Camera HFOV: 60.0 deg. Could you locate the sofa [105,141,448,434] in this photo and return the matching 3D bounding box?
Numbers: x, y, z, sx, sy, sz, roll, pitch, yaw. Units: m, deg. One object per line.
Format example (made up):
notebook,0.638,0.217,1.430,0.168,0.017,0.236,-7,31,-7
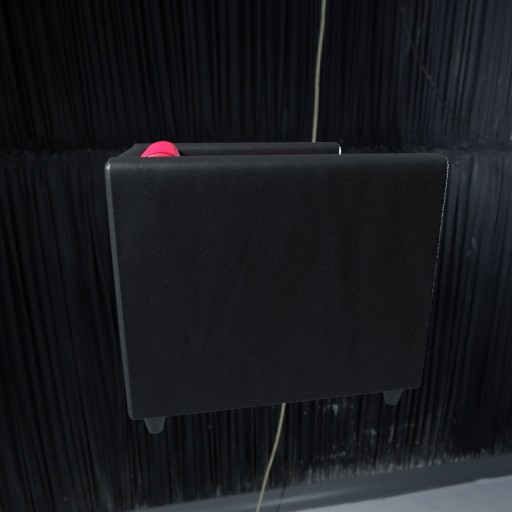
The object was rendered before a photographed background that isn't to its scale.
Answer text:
sofa,0.000,0.000,1.473,0.809,0.724,0.839,-3,17,-10
